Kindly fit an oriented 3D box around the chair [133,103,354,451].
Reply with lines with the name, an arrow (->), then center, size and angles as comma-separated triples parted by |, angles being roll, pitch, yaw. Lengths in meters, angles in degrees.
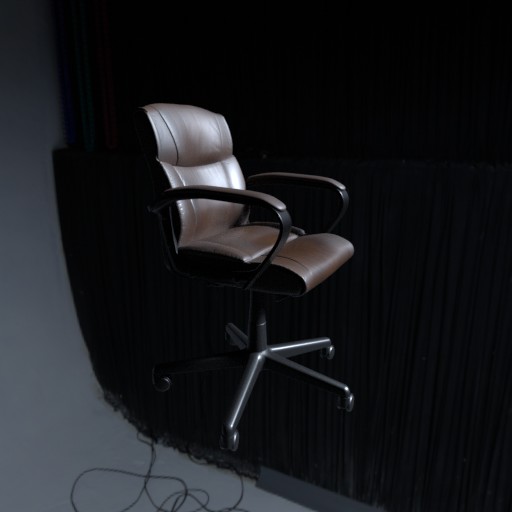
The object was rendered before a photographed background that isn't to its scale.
chair -> 0.000, 0.000, 1.515 | 0.717, 1.004, 0.739 | 8, 17, 28
